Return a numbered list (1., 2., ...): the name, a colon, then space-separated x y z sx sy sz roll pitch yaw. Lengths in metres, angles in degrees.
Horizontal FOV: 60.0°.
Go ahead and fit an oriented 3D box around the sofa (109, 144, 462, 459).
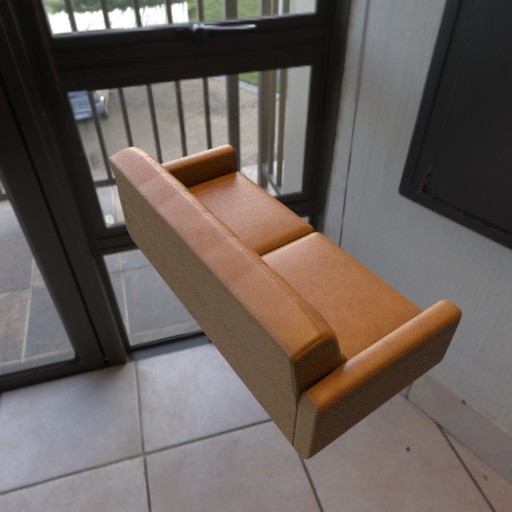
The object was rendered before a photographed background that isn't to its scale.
1. sofa: 0.000 0.000 2.683 0.980 0.892 2.137 -24 46 -26
